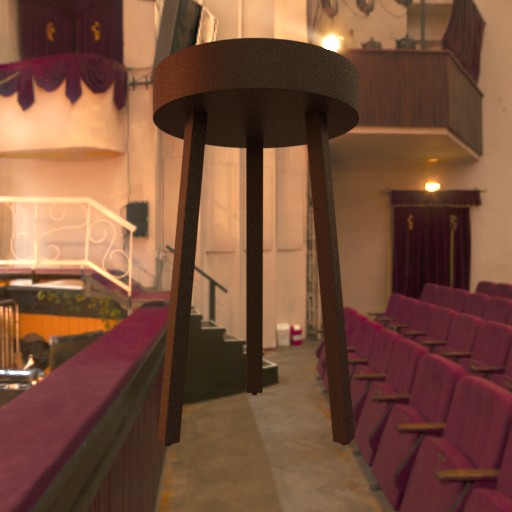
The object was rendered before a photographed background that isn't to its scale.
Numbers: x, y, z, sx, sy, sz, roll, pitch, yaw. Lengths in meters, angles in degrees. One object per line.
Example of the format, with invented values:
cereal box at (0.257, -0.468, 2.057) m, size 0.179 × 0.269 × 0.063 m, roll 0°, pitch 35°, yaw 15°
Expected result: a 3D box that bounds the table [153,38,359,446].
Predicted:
table at (0.000, 0.000, 0.898) m, size 0.406 × 0.686 × 0.406 m, roll 0°, pitch 1°, yaw 0°
